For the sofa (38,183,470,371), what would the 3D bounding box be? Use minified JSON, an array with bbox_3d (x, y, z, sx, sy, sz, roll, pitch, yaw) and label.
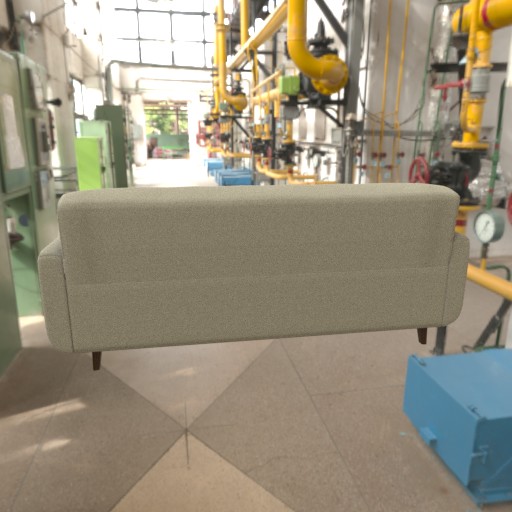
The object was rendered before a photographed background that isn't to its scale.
[{"bbox_3d":[0.000,0.000,2.594,2.137,0.892,0.980,-2,15,-9],"label":"sofa"}]
